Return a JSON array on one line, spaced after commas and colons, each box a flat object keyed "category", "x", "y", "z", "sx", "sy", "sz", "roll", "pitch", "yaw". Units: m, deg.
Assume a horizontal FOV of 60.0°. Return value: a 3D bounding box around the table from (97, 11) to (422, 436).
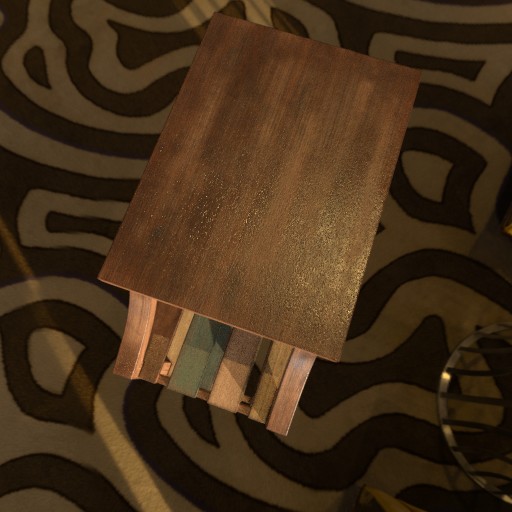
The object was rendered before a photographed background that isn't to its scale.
[{"category": "table", "x": 0.000, "y": 0.000, "z": 0.934, "sx": 0.356, "sy": 0.584, "sz": 0.609, "roll": 18, "pitch": 76, "yaw": 5}]
